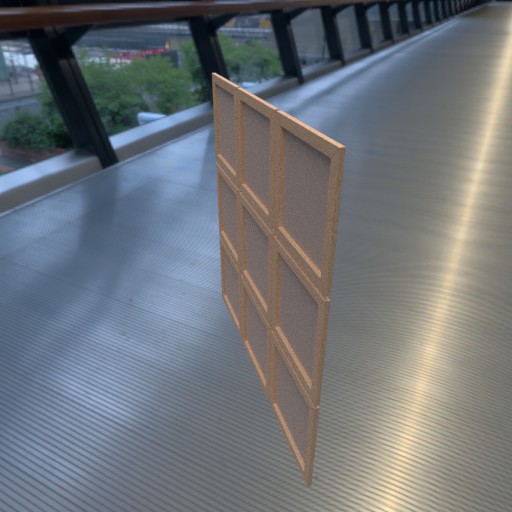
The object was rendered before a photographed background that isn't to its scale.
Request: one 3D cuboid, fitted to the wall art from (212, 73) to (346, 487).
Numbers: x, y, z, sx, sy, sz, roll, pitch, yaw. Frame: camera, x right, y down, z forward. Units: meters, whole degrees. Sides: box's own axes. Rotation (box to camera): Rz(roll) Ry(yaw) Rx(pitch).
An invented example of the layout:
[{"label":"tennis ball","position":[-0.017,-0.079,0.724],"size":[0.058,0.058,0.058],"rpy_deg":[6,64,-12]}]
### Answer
[{"label":"wall art","position":[0.000,0.000,1.330],"size":[0.012,0.910,0.917],"rpy_deg":[-9,31,-16]}]
